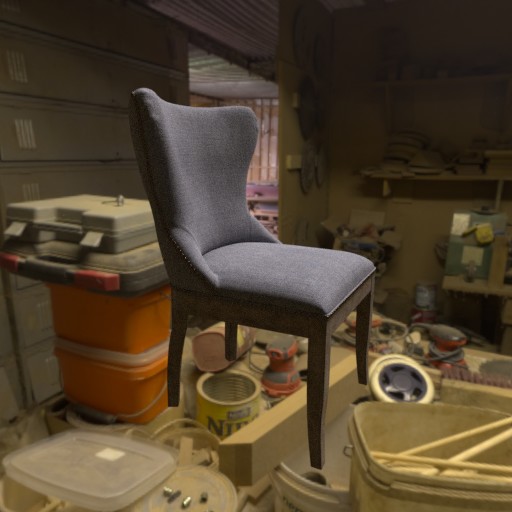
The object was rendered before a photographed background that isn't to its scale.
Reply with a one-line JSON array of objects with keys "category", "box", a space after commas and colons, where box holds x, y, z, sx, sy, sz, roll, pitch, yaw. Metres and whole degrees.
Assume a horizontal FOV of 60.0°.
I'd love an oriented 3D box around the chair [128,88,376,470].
[{"category": "chair", "box": [0.000, 0.000, 1.459, 0.681, 1.002, 0.654, 7, 15, 27]}]
